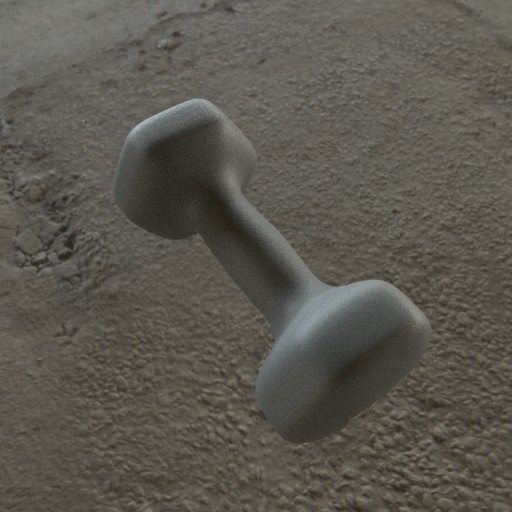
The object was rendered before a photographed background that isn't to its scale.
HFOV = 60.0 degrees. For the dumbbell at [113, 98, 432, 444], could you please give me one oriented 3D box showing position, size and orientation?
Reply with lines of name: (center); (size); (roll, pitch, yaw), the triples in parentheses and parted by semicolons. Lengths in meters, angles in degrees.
dumbbell: (0.000, 0.000, 0.234); (0.090, 0.081, 0.184); (-31, 63, -18)
